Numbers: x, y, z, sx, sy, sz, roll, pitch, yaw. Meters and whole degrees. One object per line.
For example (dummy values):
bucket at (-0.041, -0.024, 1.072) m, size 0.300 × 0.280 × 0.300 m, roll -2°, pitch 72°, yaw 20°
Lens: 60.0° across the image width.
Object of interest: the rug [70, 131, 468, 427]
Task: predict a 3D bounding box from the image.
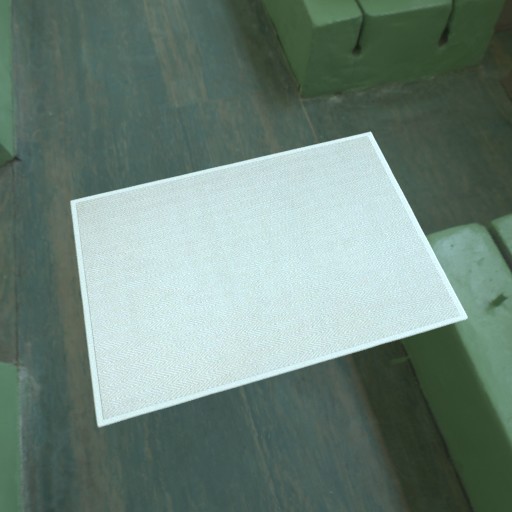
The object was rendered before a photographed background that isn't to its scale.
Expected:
rug at (0.000, 0.000, 2.877) m, size 2.244 × 0.017 × 1.532 m, roll -14°, pitch 64°, yaw -7°
